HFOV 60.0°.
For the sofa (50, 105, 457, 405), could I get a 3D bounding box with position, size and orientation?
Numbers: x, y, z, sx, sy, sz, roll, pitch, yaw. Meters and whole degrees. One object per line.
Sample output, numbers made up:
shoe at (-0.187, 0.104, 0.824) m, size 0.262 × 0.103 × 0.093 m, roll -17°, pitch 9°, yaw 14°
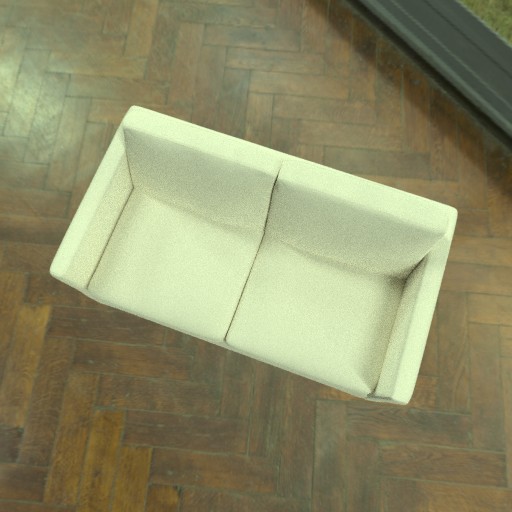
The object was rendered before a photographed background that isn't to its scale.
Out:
sofa at (0.000, 0.000, 2.259) m, size 1.702 × 0.888 × 0.964 m, roll 19°, pitch 75°, yaw 5°
